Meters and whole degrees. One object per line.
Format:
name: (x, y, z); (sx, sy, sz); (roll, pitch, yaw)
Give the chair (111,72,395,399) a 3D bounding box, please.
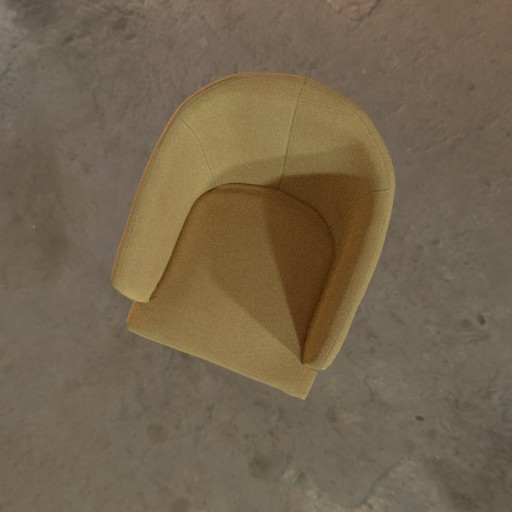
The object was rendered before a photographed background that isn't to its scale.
chair: (0.000, 0.000, 1.283); (0.583, 0.811, 0.655); (20, 77, 5)
